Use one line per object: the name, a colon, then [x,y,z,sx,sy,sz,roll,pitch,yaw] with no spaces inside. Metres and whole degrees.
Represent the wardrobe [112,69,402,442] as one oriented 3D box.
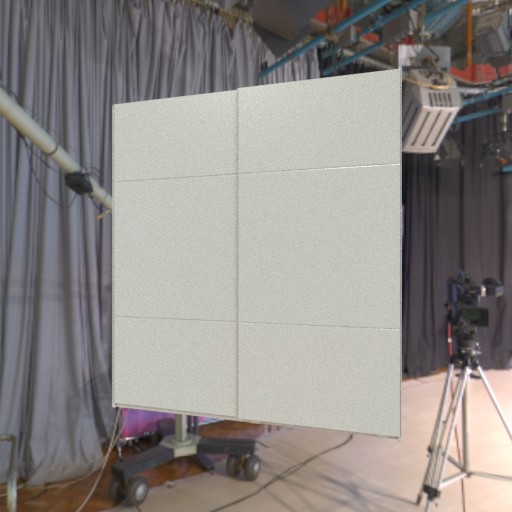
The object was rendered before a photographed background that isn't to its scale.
wardrobe: [0.000,0.000,2.867,1.780,1.960,0.629,0,0,17]
